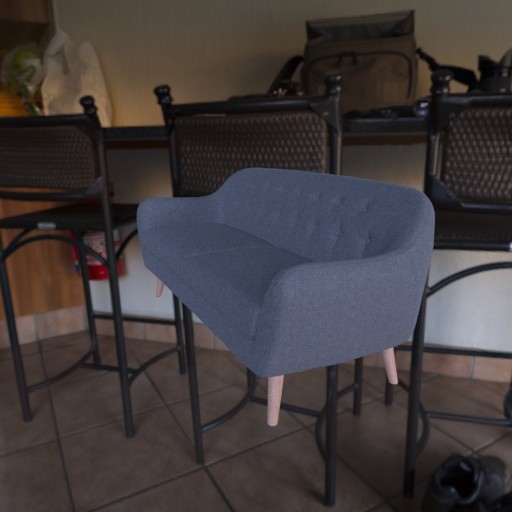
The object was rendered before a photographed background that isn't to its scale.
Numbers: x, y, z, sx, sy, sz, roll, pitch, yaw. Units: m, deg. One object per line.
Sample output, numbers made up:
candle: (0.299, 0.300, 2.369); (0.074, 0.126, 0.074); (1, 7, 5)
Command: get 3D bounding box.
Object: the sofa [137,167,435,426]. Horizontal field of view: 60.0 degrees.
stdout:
sofa: (0.000, 0.000, 2.286); (0.820, 0.820, 1.840); (-8, 17, -26)
